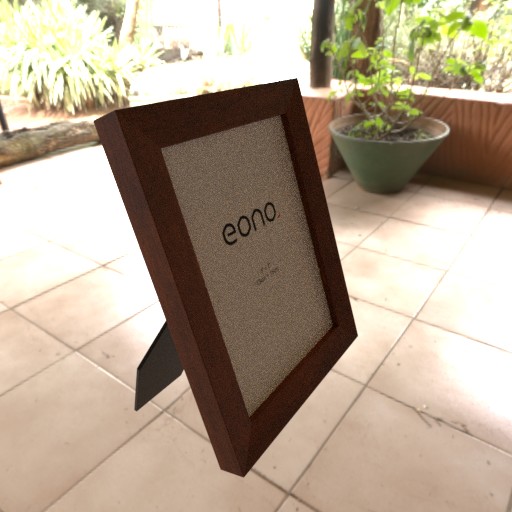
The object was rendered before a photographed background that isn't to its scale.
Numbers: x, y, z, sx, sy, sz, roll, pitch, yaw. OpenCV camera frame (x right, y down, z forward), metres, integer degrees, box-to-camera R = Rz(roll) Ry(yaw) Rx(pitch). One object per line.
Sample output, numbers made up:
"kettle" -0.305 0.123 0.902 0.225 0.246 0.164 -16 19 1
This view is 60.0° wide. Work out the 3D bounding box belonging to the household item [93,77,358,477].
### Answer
"household item" 0.000 0.000 0.293 0.096 0.204 0.160 18 33 31
